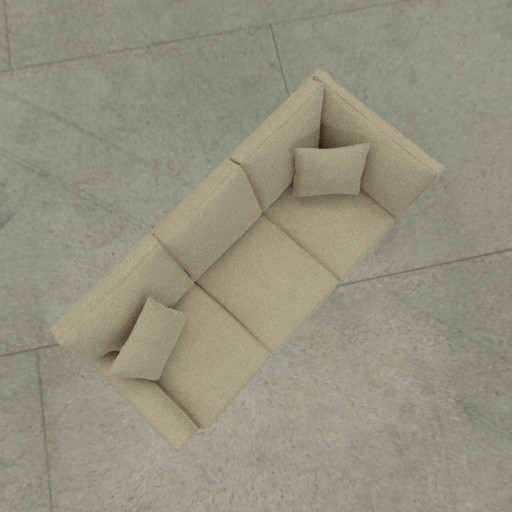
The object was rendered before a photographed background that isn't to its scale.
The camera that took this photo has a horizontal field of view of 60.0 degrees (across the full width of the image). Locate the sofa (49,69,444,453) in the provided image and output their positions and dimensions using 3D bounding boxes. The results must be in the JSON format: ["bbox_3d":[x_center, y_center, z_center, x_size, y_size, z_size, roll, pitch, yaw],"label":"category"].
[{"bbox_3d":[0.000,0.000,2.880,1.061,0.962,2.317,42,80,9],"label":"sofa"}]
